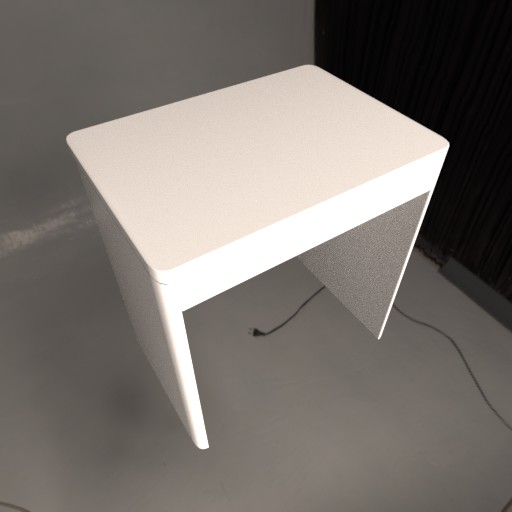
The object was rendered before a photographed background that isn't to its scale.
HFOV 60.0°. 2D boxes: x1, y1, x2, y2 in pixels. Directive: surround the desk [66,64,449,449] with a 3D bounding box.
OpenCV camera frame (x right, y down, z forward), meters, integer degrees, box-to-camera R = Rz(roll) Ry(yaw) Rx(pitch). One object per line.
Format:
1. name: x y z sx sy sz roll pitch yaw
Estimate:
1. desk: 0.000 0.000 1.342 0.762 0.800 0.549 -25 51 -22
